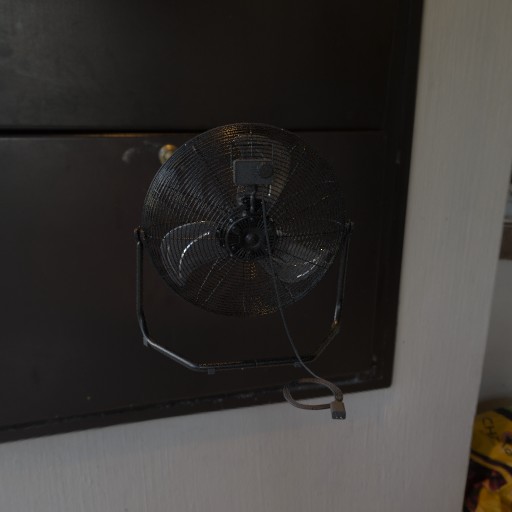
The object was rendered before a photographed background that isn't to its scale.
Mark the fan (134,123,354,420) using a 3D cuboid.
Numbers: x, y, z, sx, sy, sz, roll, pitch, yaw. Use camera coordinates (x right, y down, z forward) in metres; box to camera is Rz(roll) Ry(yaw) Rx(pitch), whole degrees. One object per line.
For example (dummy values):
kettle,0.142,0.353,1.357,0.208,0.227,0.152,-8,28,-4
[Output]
fan,0.000,0.000,0.940,0.555,0.546,0.424,-2,15,-9
